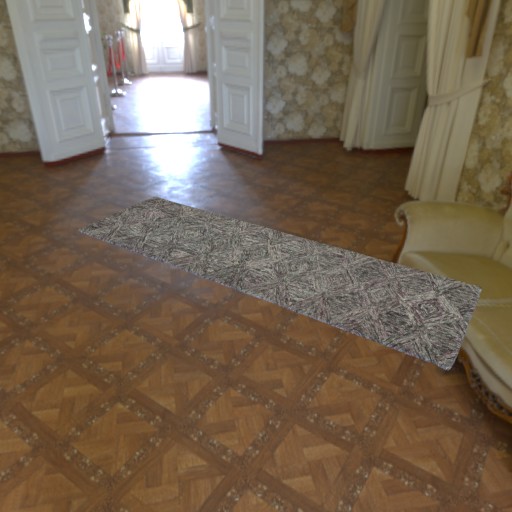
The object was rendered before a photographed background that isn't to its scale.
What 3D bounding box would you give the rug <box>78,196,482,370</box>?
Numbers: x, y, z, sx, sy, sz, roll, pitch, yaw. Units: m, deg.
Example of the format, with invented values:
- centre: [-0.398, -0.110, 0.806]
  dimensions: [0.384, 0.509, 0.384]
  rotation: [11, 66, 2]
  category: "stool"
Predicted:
- centre: [0.000, 0.000, 2.557]
  dimensions: [2.305, 0.013, 0.719]
  rotation: [18, 34, 29]
  category: "rug"
